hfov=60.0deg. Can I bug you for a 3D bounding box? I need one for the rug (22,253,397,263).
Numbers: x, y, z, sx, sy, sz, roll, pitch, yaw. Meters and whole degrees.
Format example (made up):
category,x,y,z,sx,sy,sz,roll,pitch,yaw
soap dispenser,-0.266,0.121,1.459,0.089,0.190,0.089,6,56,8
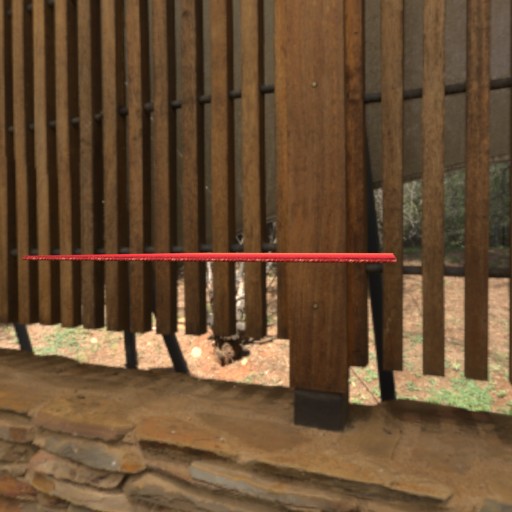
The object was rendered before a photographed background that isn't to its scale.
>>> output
category,x,y,z,sx,sy,sz,roll,pitch,yaw
rug,0.000,0.000,3.914,2.340,0.028,2.905,0,1,17
